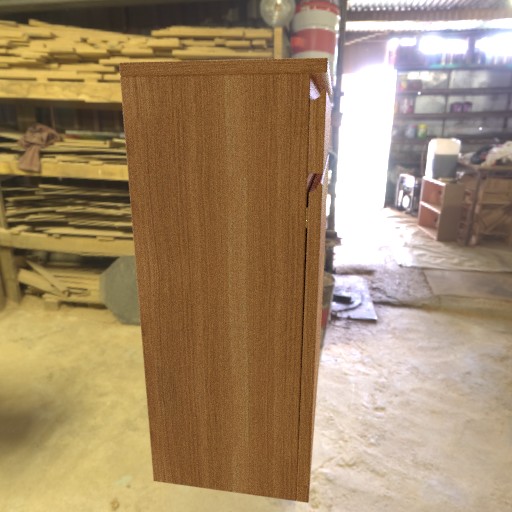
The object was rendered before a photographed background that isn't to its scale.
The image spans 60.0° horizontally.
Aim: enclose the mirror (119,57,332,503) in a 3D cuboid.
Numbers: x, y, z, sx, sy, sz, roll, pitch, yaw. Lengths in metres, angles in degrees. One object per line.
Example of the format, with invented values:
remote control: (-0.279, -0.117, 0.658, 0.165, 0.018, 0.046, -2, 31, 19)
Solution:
mirror: (0.000, 0.000, 1.345, 0.400, 1.000, 0.800, 3, 17, 9)
